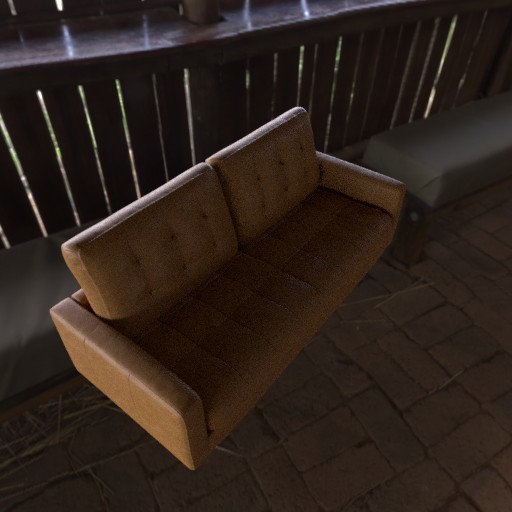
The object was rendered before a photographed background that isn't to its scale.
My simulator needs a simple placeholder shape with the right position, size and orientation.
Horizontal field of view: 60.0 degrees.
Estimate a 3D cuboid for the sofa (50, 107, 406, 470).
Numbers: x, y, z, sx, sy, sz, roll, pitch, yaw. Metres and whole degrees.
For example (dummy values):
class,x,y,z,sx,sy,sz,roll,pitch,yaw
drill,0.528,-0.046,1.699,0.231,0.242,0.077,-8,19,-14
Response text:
class,x,y,z,sx,sy,sz,roll,pitch,yaw
sofa,0.000,0.000,2.246,0.850,0.898,1.821,28,49,27
